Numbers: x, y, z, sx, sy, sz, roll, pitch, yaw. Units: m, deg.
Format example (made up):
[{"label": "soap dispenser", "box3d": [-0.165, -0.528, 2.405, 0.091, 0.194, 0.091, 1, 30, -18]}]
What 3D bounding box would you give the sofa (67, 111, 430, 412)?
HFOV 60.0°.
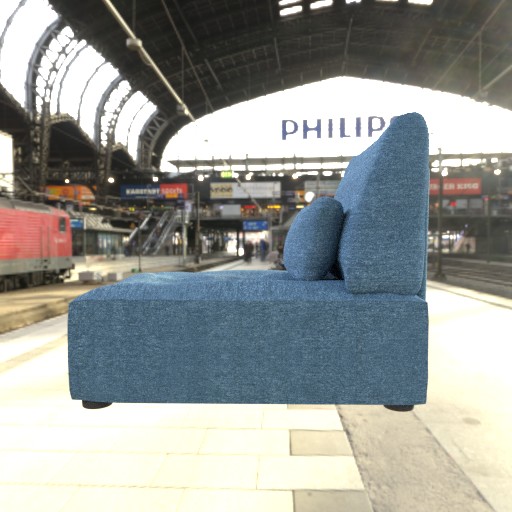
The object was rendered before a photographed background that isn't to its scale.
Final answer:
[{"label": "sofa", "box3d": [0.000, 0.000, 1.525, 1.000, 0.820, 0.700, 0, 1, 1]}]
